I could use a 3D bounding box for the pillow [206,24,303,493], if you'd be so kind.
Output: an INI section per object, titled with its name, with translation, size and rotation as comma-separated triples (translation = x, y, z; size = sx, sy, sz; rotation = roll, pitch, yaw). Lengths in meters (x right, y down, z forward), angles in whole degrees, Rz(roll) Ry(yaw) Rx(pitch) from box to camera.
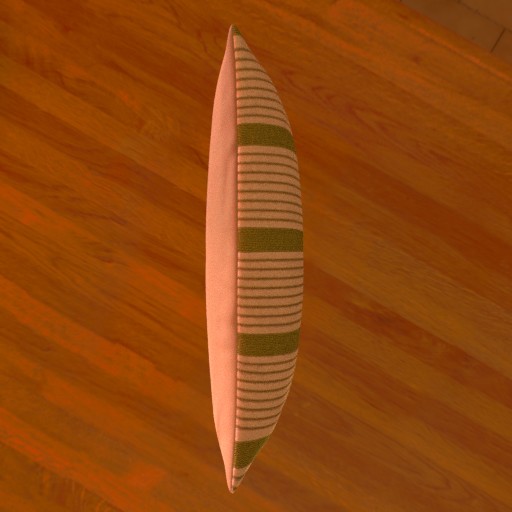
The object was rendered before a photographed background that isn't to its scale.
[pillow]
translation = 0.000, 0.000, 0.713
size = 0.156, 0.292, 0.608
rotation = 0, 89, 0
